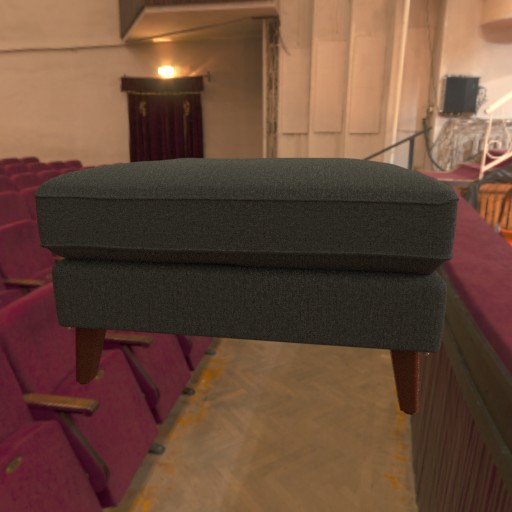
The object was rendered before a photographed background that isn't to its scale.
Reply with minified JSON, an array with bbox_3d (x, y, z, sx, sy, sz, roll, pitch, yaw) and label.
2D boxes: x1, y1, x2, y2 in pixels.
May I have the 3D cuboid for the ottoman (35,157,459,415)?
[{"bbox_3d":[0.000,0.000,1.172,0.835,0.503,0.629,2,15,9],"label":"ottoman"}]
